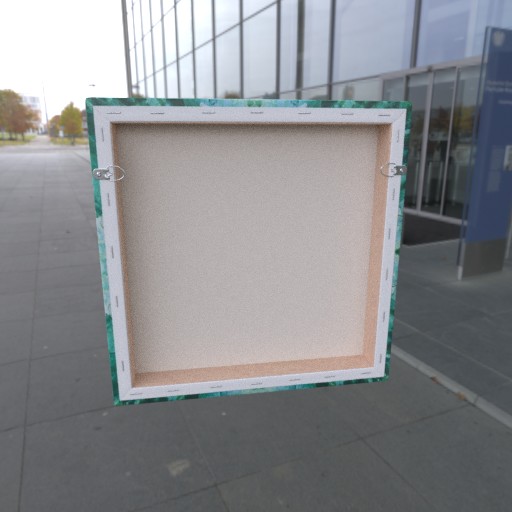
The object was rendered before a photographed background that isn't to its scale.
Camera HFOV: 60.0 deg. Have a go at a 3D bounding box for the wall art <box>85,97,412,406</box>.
[{"bbox_3d":[0.000,0.000,0.472,0.313,0.313,0.033,-2,15,-9],"label":"wall art"}]
